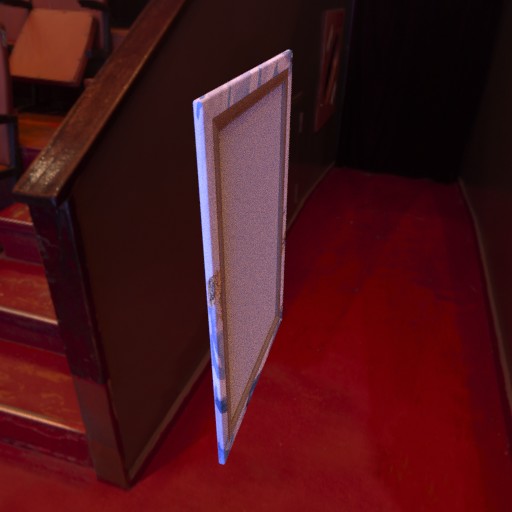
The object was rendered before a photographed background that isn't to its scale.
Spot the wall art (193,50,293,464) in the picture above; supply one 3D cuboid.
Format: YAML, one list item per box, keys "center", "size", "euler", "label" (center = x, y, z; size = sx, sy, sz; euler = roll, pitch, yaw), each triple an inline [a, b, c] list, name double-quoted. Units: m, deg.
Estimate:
- center: [0.000, 0.000, 1.158]
  size: [0.016, 0.914, 0.610]
  euler: [9, 33, 14]
  label: "wall art"
